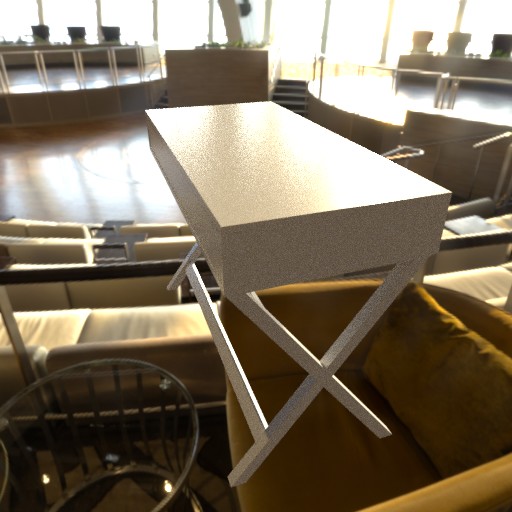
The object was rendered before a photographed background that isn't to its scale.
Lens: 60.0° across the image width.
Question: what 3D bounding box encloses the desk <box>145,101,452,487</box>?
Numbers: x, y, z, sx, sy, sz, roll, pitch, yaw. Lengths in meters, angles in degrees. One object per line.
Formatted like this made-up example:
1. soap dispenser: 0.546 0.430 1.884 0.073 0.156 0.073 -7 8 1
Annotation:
1. desk: 0.000 0.000 1.486 0.509 0.780 1.059 -10 31 -17
